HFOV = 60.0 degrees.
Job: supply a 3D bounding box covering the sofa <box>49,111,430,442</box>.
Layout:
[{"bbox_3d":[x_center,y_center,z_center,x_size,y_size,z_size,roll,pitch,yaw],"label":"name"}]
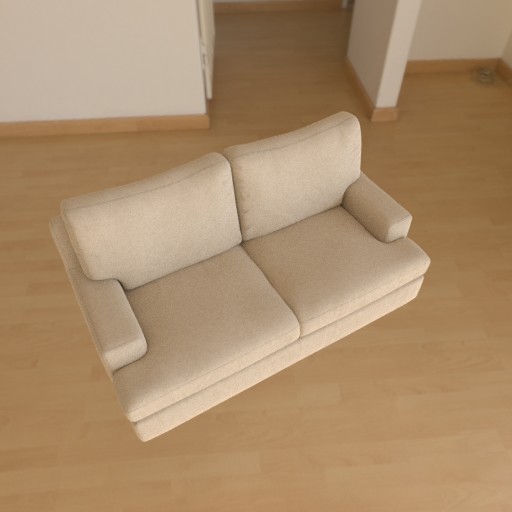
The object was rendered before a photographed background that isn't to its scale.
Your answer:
[{"bbox_3d":[0.000,0.000,2.455,1.885,0.967,0.962,-23,51,-20],"label":"sofa"}]
